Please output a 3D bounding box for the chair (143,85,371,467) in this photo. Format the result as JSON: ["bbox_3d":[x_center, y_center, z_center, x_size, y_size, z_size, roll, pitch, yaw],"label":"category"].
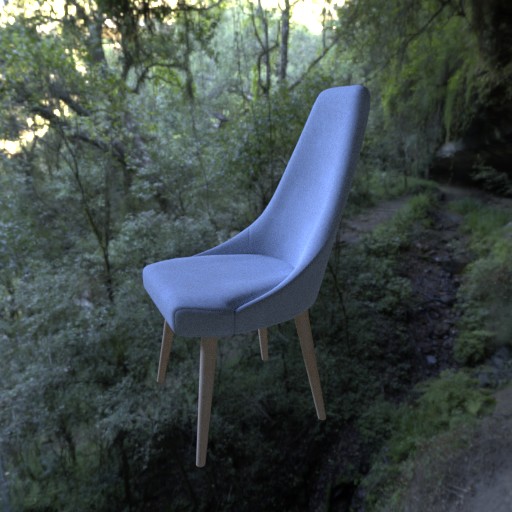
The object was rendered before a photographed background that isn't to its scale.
[{"bbox_3d":[0.000,0.000,1.424,0.660,1.040,0.510,-8,18,-24],"label":"chair"}]
